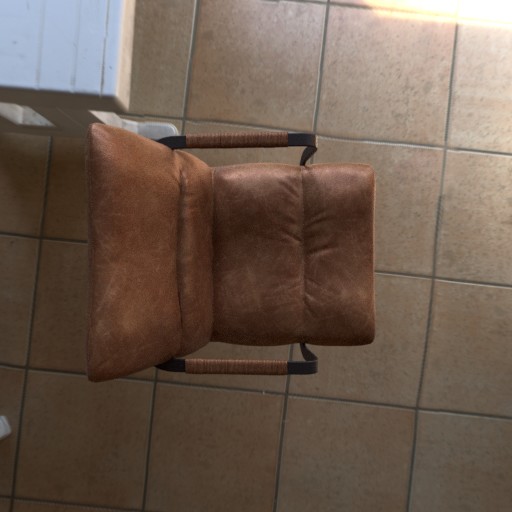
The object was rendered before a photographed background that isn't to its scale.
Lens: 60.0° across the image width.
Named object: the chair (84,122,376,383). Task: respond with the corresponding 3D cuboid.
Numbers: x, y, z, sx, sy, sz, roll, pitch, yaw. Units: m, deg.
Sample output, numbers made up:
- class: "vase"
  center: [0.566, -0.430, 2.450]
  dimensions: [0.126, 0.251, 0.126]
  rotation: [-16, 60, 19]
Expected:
- class: "chair"
  center: [0.000, 0.000, 1.404]
  dimensions: [0.754, 0.922, 0.727]
  rotation: [0, 90, 0]
